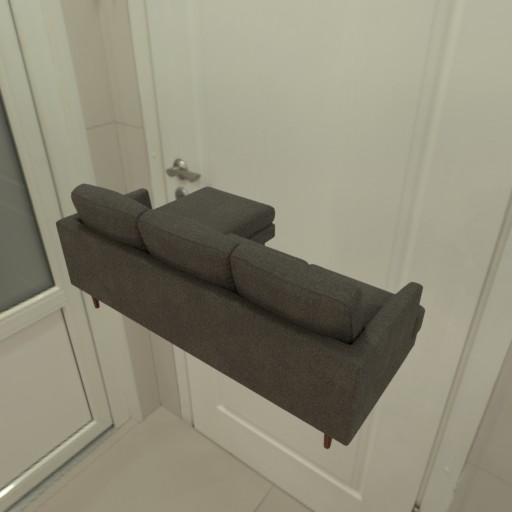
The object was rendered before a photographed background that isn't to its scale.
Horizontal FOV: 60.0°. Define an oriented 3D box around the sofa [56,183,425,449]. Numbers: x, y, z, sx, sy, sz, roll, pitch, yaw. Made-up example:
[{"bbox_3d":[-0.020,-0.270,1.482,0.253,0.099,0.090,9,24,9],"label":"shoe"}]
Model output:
[{"bbox_3d":[0.000,0.000,2.992,2.233,0.956,1.504,21,37,31],"label":"sofa"}]
